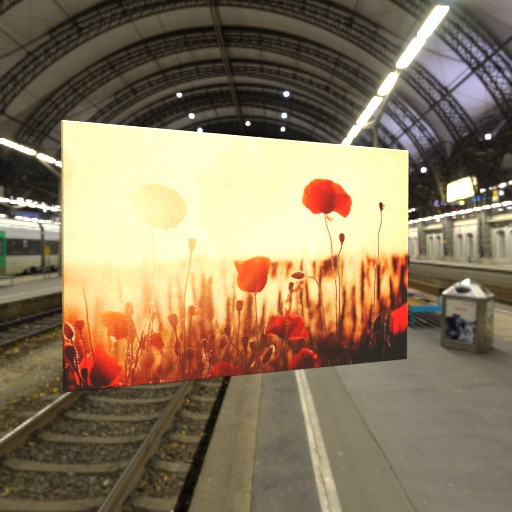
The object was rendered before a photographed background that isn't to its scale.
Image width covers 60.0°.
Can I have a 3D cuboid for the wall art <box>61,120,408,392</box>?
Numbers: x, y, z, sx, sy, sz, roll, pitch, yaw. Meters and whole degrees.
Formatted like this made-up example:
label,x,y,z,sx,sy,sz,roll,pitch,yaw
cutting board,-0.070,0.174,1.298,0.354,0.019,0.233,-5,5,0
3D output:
label,x,y,z,sx,sy,sz,roll,pitch,yaw
wall art,0.000,0.000,1.144,0.918,0.602,0.038,0,1,-19
